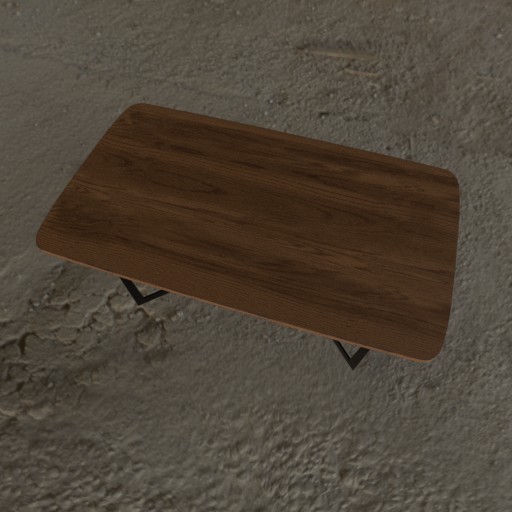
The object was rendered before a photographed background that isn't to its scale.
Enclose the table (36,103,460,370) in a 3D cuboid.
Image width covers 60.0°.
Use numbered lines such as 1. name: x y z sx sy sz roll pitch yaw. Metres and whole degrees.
1. table: 0.000 0.000 2.187 1.643 0.765 0.949 15 59 9
